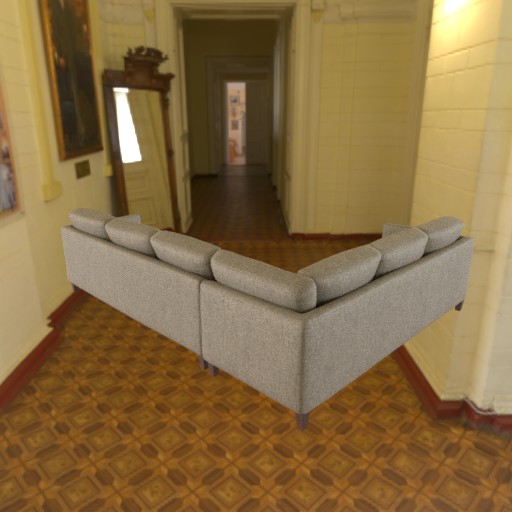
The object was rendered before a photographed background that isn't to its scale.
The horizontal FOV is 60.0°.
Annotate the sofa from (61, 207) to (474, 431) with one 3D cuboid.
[{"bbox_3d":[0.000,0.000,4.454,3.302,0.947,2.593,16,24,42],"label":"sofa"}]
